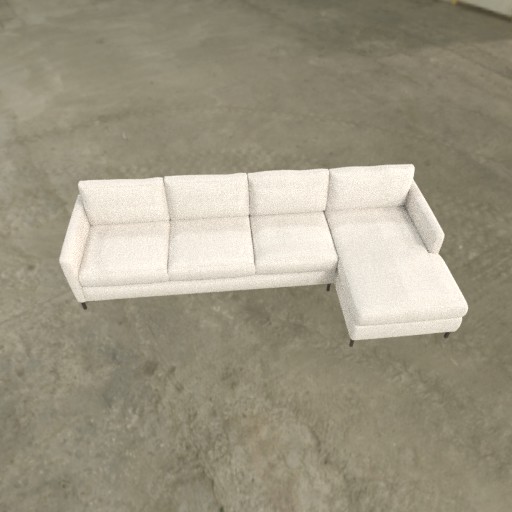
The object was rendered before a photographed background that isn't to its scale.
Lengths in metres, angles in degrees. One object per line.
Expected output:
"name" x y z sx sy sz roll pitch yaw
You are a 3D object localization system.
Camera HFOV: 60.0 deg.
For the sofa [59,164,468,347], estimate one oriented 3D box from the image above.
"sofa" 0.000 0.000 2.917 2.445 0.677 1.126 -4 46 -4
